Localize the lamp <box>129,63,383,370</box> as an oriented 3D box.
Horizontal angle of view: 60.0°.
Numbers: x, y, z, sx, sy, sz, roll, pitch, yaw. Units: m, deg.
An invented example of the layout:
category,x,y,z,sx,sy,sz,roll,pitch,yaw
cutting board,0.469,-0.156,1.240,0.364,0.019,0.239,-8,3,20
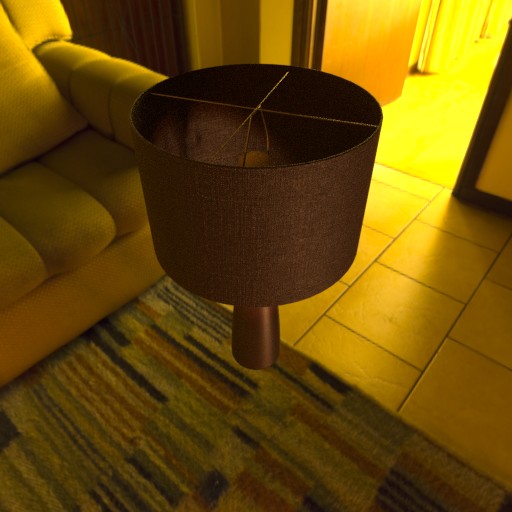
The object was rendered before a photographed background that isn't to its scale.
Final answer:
category,x,y,z,sx,sy,sz,roll,pitch,yaw
lamp,0.000,0.000,0.699,0.303,0.488,0.303,0,41,0
